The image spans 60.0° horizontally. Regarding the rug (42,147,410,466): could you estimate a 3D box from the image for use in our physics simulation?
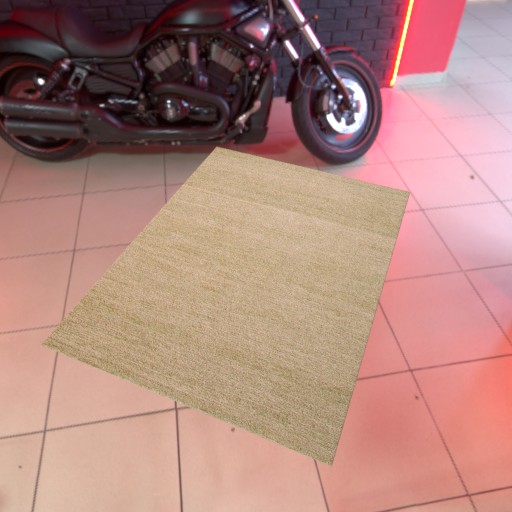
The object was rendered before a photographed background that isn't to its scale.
[{"bbox_3d":[0.000,0.000,4.286,2.425,0.016,3.198,17,48,16],"label":"rug"}]
